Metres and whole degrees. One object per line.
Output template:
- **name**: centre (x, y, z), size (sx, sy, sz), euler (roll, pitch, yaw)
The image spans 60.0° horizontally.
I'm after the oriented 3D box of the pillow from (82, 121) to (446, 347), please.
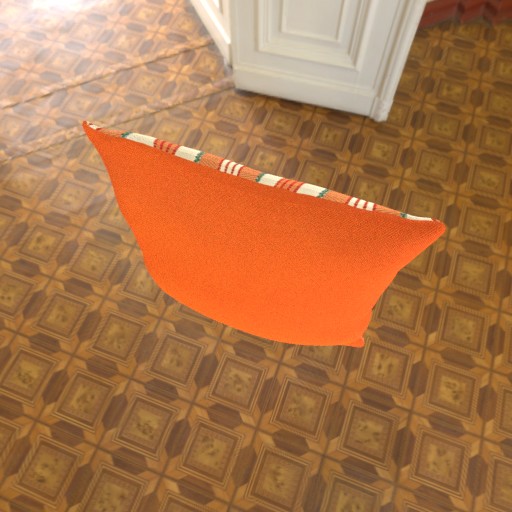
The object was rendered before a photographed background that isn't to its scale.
- **pillow**: centre (0.000, 0.000, 0.683), size (0.440, 0.441, 0.182), euler (18, 65, 9)
